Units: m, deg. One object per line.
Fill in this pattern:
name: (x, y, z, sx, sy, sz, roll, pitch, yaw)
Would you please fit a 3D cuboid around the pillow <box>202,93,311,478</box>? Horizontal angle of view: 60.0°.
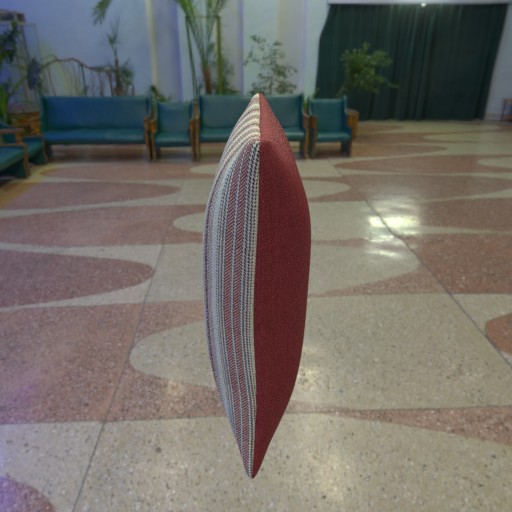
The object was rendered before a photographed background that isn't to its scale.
pillow: (0.000, 0.000, 0.780, 0.166, 0.497, 0.513, 0, 25, 0)
